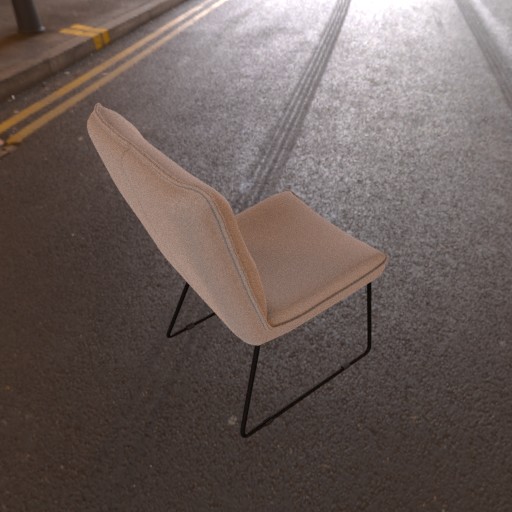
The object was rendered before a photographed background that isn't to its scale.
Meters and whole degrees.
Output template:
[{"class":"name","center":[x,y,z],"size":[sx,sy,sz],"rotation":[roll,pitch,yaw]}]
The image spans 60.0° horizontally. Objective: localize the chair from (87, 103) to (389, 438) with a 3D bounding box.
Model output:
[{"class":"chair","center":[0.000,0.000,1.341],"size":[0.688,0.930,0.515],"rotation":[-26,46,-27]}]
